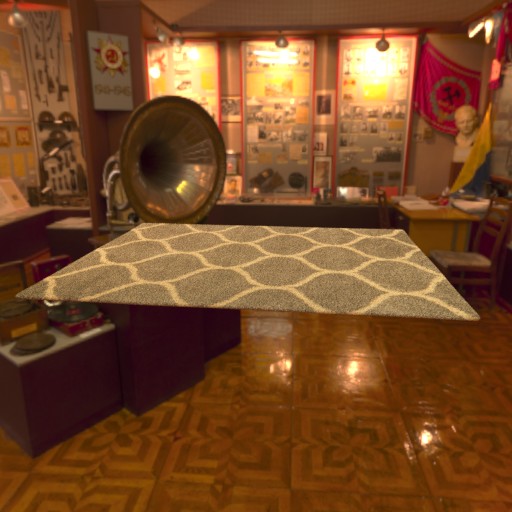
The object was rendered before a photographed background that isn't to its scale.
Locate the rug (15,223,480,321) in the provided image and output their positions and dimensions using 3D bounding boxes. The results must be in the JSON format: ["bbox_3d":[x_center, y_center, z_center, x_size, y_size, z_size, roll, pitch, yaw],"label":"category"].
[{"bbox_3d":[0.000,0.000,3.944,3.000,0.026,2.399,2,16,7],"label":"rug"}]
